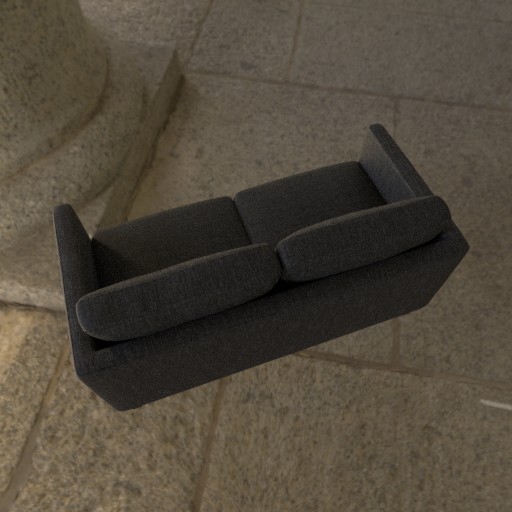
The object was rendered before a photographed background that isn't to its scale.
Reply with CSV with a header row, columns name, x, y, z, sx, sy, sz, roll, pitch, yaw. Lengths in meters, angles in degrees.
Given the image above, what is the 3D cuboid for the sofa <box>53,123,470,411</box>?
name,x,y,z,sx,sy,sz,roll,pitch,yaw
sofa,0.000,0.000,2.398,1.884,0.963,0.950,-17,60,-10
